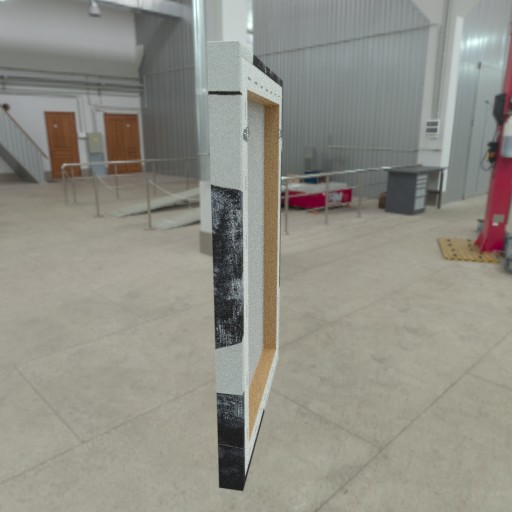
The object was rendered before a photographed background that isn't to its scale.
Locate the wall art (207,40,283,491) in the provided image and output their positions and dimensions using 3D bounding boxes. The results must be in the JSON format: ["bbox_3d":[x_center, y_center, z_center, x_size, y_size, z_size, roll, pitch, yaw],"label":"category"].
[{"bbox_3d":[0.000,0.000,0.769,0.039,0.610,0.407,3,16,10],"label":"wall art"}]
